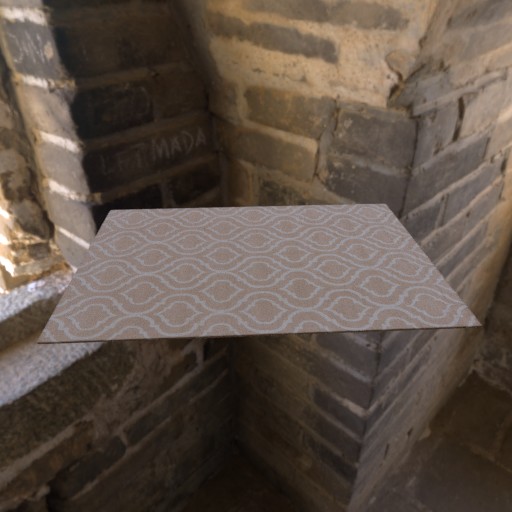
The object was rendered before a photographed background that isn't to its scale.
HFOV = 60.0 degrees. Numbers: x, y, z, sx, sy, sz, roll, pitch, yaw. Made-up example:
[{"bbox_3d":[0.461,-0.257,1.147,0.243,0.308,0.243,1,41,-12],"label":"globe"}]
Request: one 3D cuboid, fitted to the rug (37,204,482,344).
[{"bbox_3d":[0.000,0.000,2.771,2.134,0.010,1.524,-2,30,-3],"label":"rug"}]
